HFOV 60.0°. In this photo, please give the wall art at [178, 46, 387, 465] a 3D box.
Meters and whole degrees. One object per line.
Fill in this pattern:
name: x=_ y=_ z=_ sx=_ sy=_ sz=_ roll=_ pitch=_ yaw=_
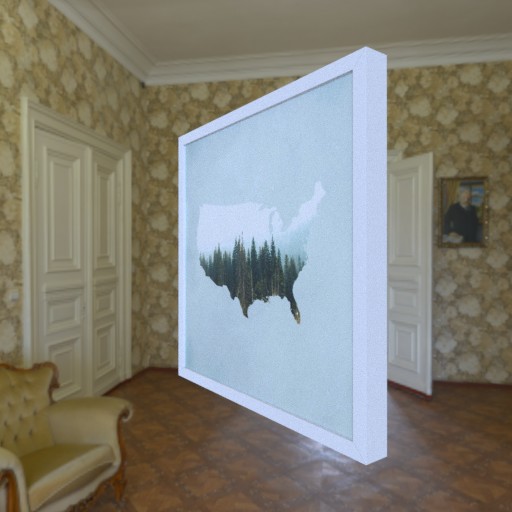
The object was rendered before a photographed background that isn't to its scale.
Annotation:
wall art: x=0.000 y=0.000 z=0.452 sx=0.024 sy=0.304 sz=0.304 roll=0 pitch=0 yaw=-36
